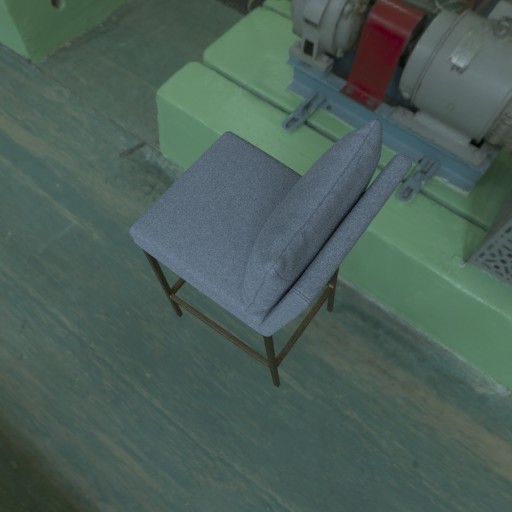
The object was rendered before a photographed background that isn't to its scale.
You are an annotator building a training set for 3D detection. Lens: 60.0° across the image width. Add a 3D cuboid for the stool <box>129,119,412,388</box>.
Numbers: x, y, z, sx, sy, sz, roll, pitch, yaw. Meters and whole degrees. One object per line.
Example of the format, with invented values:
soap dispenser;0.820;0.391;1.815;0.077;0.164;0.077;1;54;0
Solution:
stool;0.000;0.000;1.436;0.569;1.130;0.463;34;69;15
